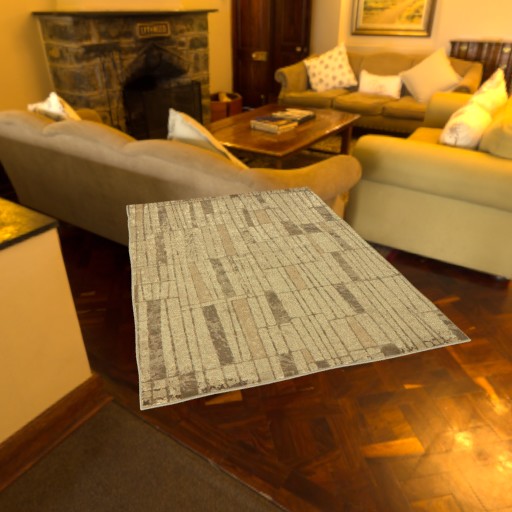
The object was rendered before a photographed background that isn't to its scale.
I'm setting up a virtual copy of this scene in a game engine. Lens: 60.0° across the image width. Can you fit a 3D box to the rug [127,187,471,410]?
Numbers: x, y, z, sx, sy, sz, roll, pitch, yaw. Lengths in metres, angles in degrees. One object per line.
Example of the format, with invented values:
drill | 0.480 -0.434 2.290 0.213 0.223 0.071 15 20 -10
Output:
rug | 0.000 0.000 4.460 2.449 0.019 3.357 -8 31 -14
